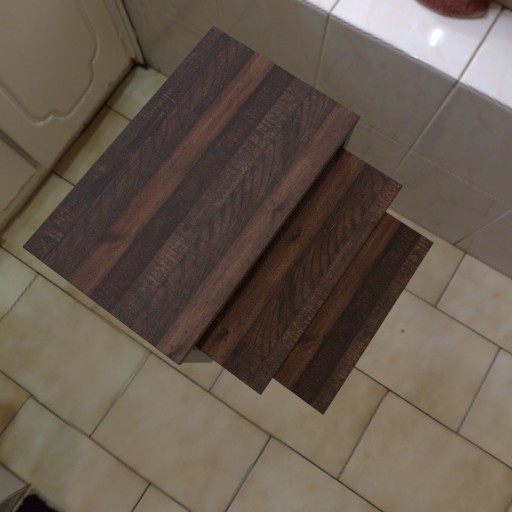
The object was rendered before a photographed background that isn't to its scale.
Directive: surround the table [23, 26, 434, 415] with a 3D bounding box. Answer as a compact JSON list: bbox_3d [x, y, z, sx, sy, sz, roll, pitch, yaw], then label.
[{"bbox_3d":[0.000,0.000,1.155,0.660,0.616,0.608,35,79,8],"label":"table"}]
